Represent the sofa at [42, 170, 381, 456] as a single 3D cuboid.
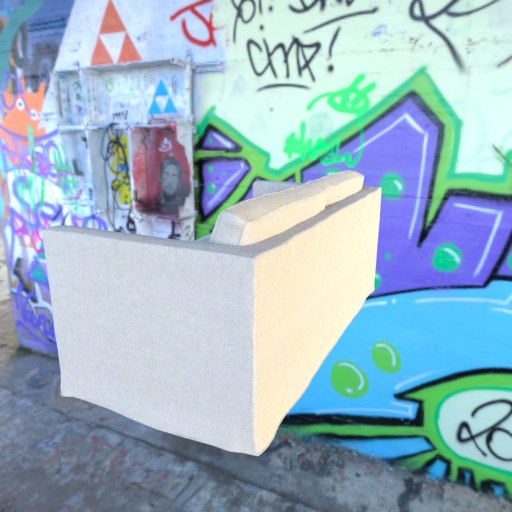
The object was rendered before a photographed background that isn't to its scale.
[{"bbox_3d":[0.000,0.000,2.409,0.962,0.835,1.959,8,17,25],"label":"sofa"}]
